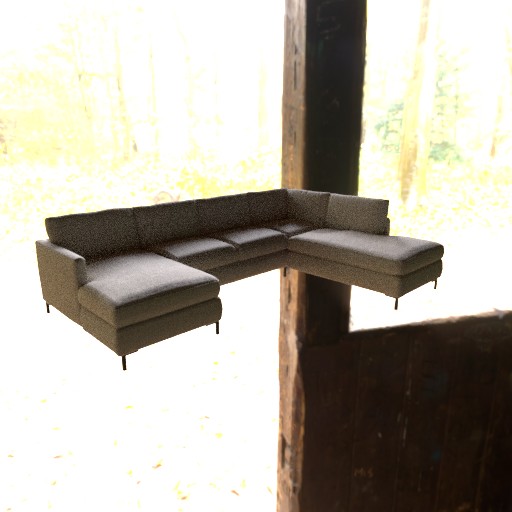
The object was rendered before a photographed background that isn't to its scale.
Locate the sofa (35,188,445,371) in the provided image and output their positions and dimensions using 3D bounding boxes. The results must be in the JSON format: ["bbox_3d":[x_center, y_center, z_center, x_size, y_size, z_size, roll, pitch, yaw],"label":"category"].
[{"bbox_3d":[0.000,0.000,3.511,2.737,0.756,1.879,-14,21,-42],"label":"sofa"}]
